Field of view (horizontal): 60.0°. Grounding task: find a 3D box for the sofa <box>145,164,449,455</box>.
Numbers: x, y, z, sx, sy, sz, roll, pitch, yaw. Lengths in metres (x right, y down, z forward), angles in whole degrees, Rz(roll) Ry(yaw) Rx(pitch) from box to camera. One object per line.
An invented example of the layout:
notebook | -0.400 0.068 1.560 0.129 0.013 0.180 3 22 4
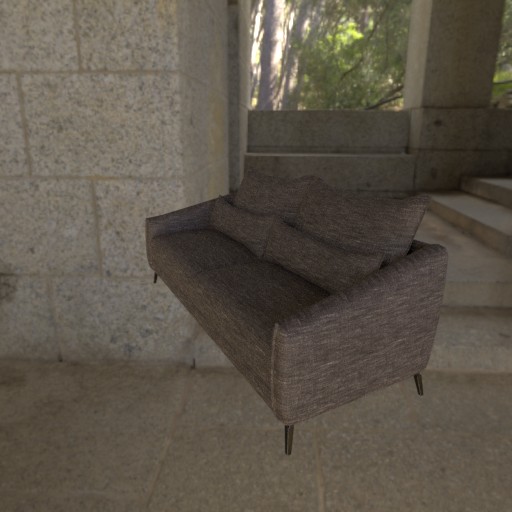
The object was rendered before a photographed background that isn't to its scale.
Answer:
sofa | 0.000 0.000 2.441 0.807 0.843 2.019 -8 18 -25
